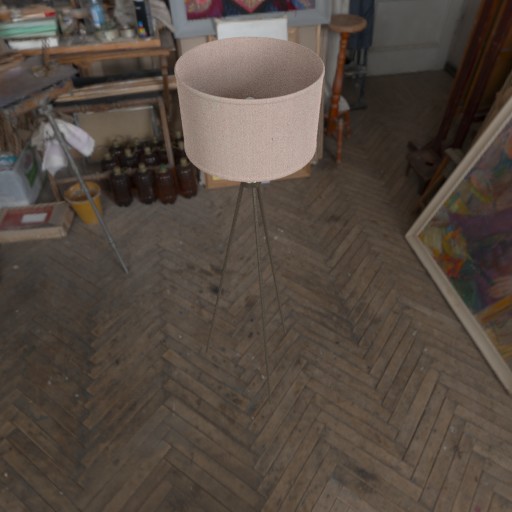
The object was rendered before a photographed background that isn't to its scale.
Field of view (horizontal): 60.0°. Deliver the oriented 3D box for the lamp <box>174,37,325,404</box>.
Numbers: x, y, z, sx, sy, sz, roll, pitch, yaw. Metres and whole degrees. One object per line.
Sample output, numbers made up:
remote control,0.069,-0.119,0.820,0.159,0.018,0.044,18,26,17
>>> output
lamp,0.000,0.000,1.778,0.449,1.545,0.460,32,54,27
